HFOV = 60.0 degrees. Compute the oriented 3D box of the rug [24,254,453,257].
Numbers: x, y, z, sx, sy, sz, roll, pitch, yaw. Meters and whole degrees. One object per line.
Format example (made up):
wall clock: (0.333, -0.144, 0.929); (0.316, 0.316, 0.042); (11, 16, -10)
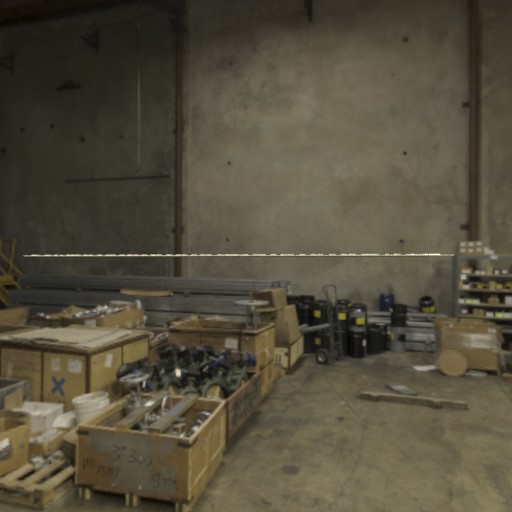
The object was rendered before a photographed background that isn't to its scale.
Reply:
rug: (0.000, 0.000, 2.052); (1.556, 0.006, 1.146); (0, 0, 18)
